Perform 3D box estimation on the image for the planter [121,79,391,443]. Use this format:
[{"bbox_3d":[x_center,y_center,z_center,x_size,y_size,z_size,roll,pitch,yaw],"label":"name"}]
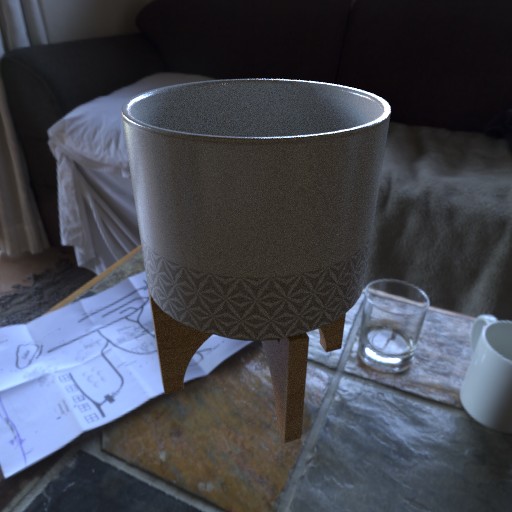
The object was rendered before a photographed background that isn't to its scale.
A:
[{"bbox_3d":[0.000,0.000,0.509,0.249,0.343,0.249,0,31,0],"label":"planter"}]
